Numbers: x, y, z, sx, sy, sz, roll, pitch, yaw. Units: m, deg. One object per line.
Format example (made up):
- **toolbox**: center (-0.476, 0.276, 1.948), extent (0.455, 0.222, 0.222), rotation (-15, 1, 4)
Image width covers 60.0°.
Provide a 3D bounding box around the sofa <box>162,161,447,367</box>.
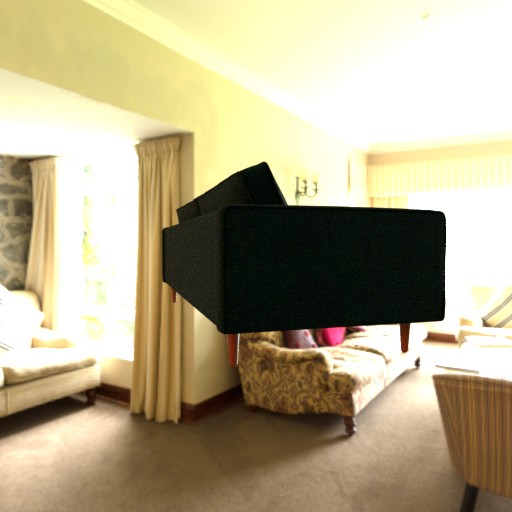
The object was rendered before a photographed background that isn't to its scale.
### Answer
- **sofa**: center (0.000, 0.000, 2.630), extent (0.914, 0.762, 2.210), rotation (0, 2, -17)
